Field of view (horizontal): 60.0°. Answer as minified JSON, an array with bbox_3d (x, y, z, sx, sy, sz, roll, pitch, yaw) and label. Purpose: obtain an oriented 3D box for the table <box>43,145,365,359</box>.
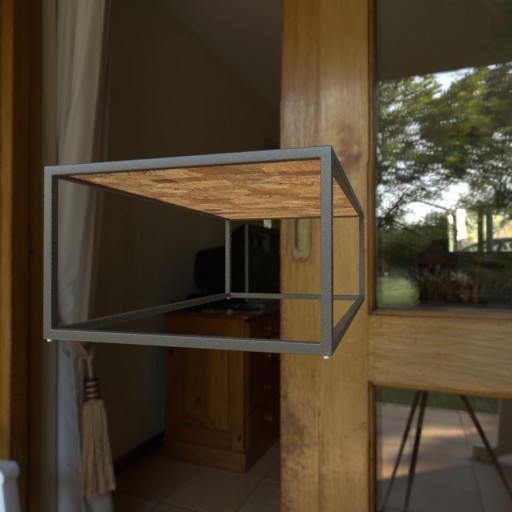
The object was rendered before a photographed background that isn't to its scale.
[{"bbox_3d":[0.000,0.000,1.486,0.649,0.398,1.199,0,-1,17],"label":"table"}]
